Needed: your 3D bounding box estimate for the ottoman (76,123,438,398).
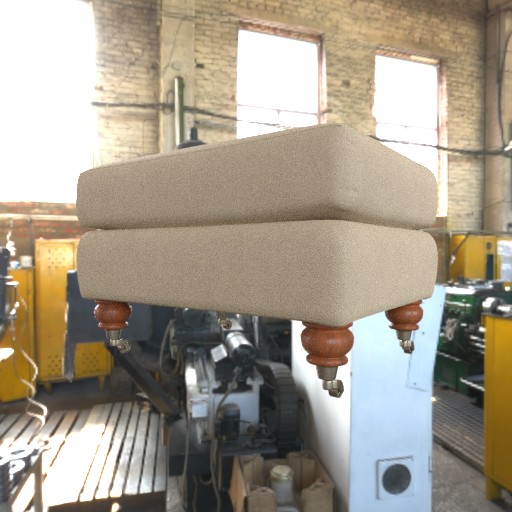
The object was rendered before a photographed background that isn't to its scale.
[{"bbox_3d":[0.000,0.000,1.125,0.773,0.504,0.569,0,1,36],"label":"ottoman"}]
